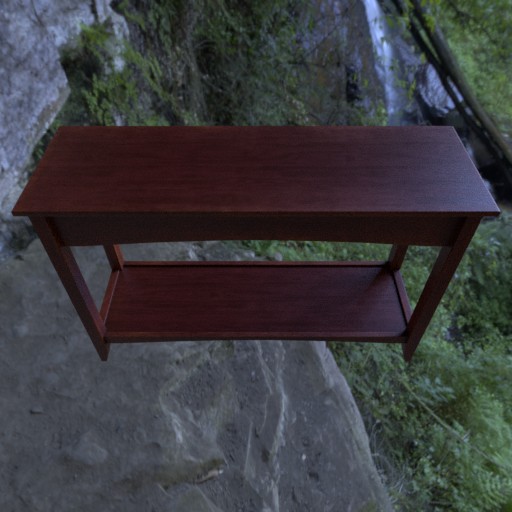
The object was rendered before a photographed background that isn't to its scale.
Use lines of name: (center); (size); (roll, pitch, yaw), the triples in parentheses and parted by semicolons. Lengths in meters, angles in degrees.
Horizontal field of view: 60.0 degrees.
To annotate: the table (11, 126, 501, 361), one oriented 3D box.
table: (0.000, 0.000, 1.476); (1.188, 0.739, 0.392); (0, 47, 0)
